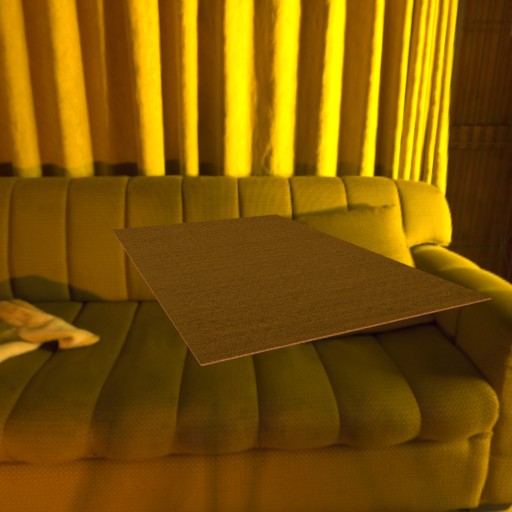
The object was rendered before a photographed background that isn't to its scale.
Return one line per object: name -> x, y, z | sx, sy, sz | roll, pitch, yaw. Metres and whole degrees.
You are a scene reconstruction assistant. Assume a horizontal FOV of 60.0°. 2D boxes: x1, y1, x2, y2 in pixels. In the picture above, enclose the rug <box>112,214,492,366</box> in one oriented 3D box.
rug -> 0.000, 0.000, 2.198 | 1.142, 0.006, 1.752 | -8, 18, -24
